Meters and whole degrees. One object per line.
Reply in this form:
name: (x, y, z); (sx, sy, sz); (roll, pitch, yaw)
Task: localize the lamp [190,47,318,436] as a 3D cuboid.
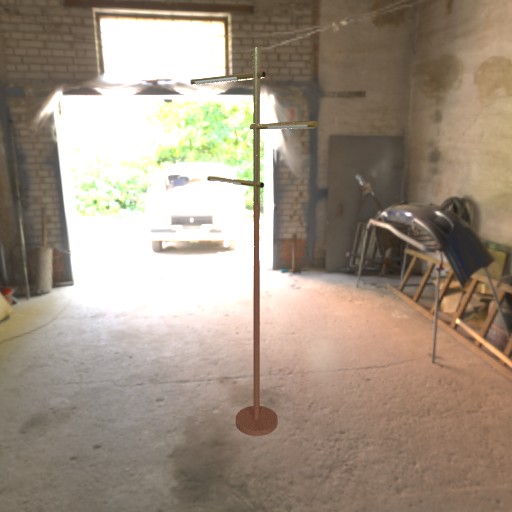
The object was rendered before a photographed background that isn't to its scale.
lamp: (0.000, 0.000, 1.977); (0.737, 1.704, 0.209); (14, 20, 42)
